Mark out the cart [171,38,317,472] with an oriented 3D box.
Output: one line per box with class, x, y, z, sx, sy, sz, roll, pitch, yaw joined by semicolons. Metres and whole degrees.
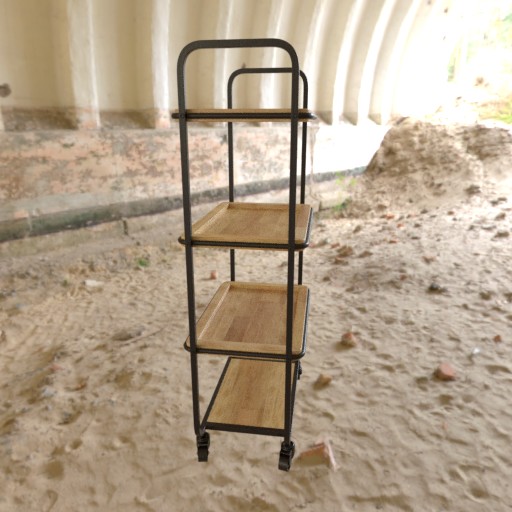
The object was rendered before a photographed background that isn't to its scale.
cart;0.000;0.000;1.310;0.321;1.080;0.545;2;17;8
